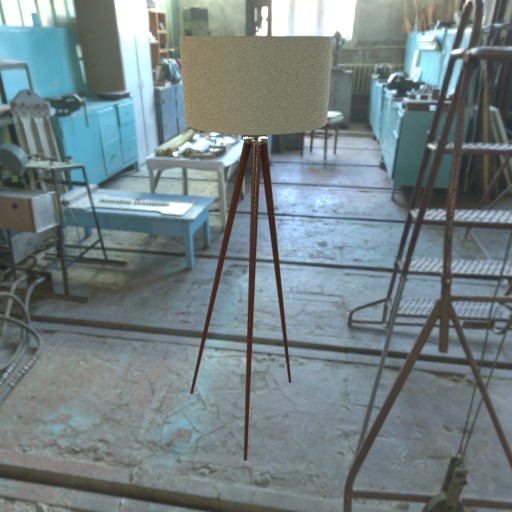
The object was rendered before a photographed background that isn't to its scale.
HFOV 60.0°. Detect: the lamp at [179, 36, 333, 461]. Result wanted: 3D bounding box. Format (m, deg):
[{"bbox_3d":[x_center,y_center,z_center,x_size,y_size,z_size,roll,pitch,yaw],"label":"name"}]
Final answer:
[{"bbox_3d":[0.000,0.000,1.748,0.483,1.553,0.483,-18,31,-31],"label":"lamp"}]
